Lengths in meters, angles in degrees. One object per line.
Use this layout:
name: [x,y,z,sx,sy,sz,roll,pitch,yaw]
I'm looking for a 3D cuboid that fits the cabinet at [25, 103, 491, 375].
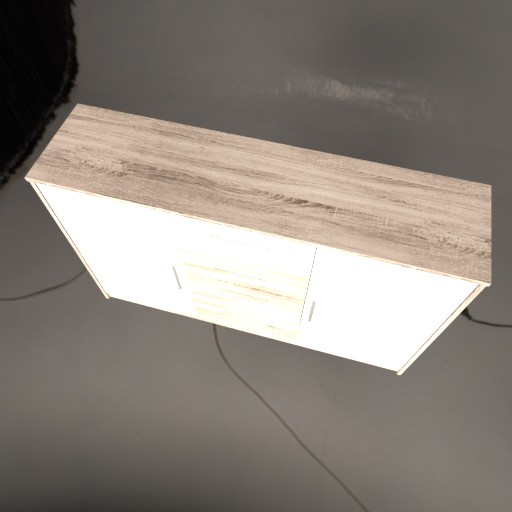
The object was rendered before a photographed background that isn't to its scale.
cabinet: [0.000,0.000,1.801,1.450,0.900,0.380,13,60,8]
